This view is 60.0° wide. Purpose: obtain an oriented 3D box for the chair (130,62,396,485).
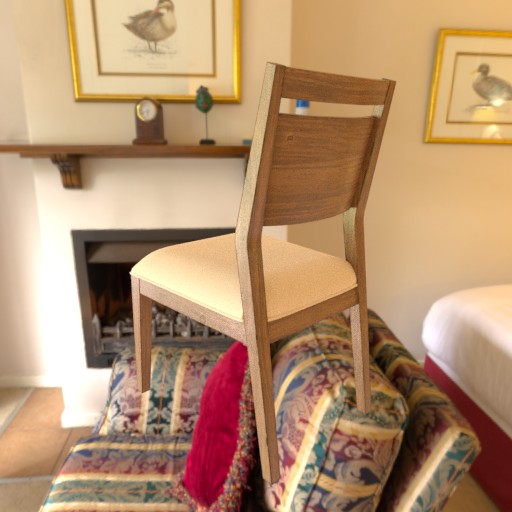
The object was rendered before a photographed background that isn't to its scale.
[{"bbox_3d":[0.000,0.000,1.270,0.497,0.939,0.610,-14,21,-41],"label":"chair"}]
